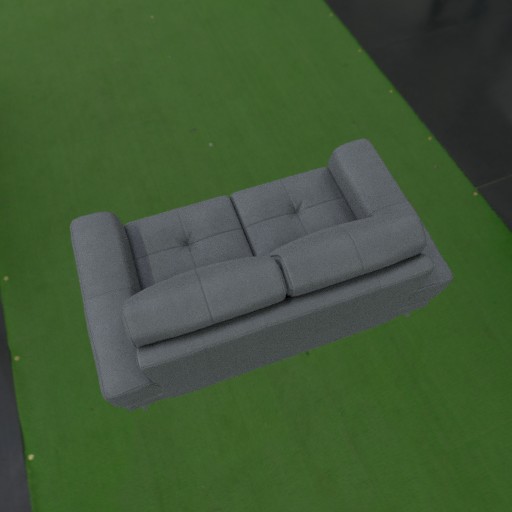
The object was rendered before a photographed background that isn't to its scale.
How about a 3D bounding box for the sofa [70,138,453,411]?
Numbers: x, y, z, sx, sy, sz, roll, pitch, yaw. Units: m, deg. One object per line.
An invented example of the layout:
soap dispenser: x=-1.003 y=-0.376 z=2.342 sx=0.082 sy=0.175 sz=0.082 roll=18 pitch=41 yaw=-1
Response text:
sofa: x=0.000 y=0.000 z=2.360 sx=1.806 sy=0.907 sz=1.018 roll=-17 pitch=62 yaw=-9
